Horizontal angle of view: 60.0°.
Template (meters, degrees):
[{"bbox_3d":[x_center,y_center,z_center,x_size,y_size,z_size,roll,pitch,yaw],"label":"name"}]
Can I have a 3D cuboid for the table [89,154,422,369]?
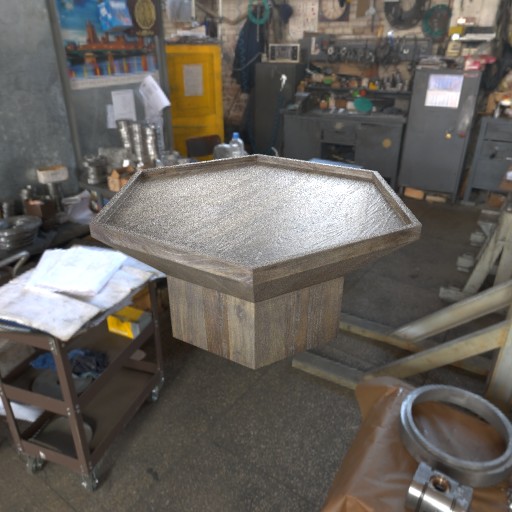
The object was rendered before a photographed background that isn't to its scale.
[{"bbox_3d":[0.000,0.000,1.643,0.966,0.488,1.115,0,27,1],"label":"table"}]
